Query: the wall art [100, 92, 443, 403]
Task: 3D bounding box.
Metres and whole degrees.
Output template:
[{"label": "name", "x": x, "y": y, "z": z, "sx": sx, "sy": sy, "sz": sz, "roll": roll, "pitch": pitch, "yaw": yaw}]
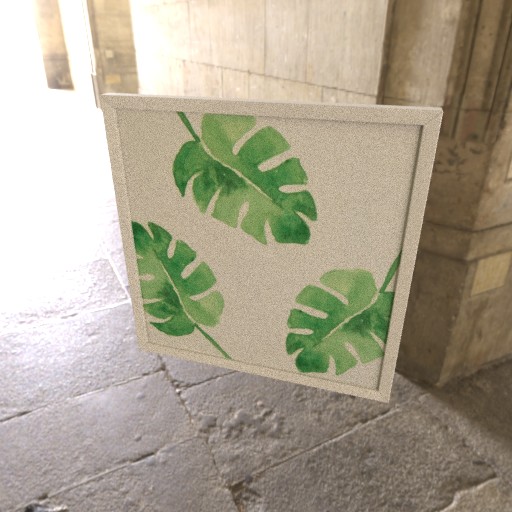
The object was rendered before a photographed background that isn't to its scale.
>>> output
[{"label": "wall art", "x": 0.000, "y": 0.000, "z": 1.140, "sx": 0.762, "sy": 0.762, "sz": 0.040, "roll": 8, "pitch": 29, "yaw": 15}]
